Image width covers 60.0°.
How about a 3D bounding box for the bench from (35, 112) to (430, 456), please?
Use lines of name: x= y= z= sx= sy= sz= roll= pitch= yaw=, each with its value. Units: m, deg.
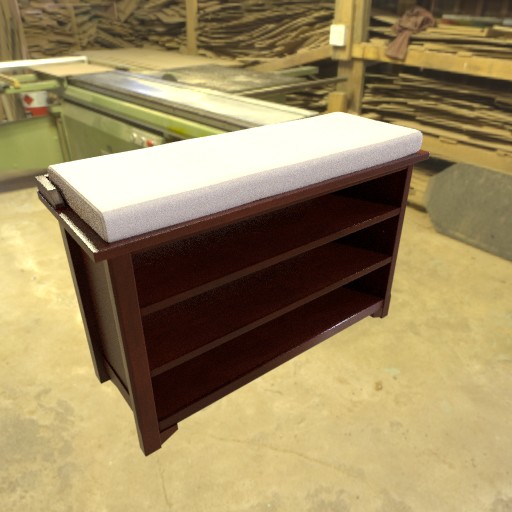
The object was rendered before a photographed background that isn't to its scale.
bench: x=0.000 y=0.000 z=1.281 sx=0.987 sy=0.646 sz=0.369 roll=-21 pitch=36 yaw=-32
